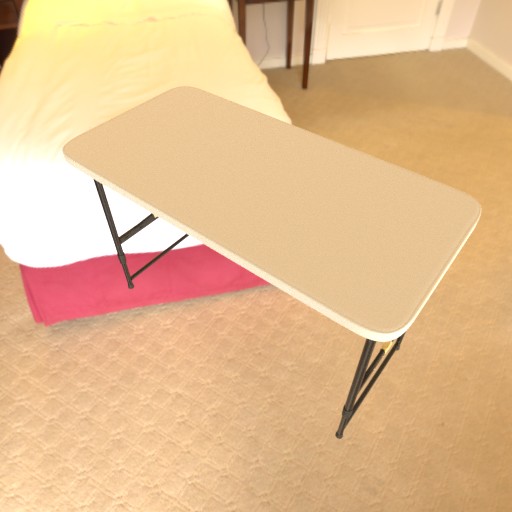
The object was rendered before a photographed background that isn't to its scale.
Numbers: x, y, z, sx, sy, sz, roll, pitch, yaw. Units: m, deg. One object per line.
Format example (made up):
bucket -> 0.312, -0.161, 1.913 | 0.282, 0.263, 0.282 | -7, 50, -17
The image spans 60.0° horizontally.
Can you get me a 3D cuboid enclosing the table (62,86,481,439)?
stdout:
table -> 0.000, 0.000, 1.621 | 1.219, 0.737, 0.610 | 30, 53, 25
